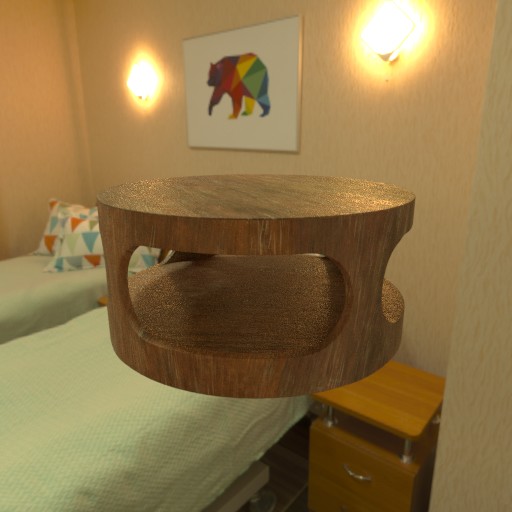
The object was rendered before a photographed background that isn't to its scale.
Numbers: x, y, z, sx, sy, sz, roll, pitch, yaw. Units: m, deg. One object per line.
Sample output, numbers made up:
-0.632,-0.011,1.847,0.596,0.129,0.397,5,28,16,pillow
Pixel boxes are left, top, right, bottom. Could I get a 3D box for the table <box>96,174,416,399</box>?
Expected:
0.000,0.000,1.493,0.974,0.450,0.974,0,16,0,table
